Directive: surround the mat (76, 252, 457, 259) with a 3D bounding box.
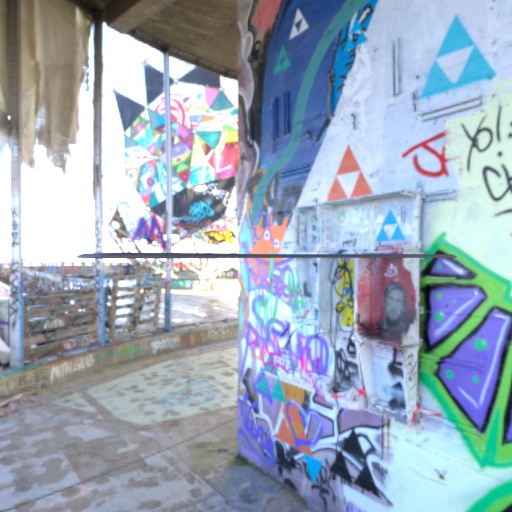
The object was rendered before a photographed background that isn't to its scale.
[{"bbox_3d":[0.000,0.000,1.837,1.525,0.016,0.917,0,0,-36],"label":"mat"}]
